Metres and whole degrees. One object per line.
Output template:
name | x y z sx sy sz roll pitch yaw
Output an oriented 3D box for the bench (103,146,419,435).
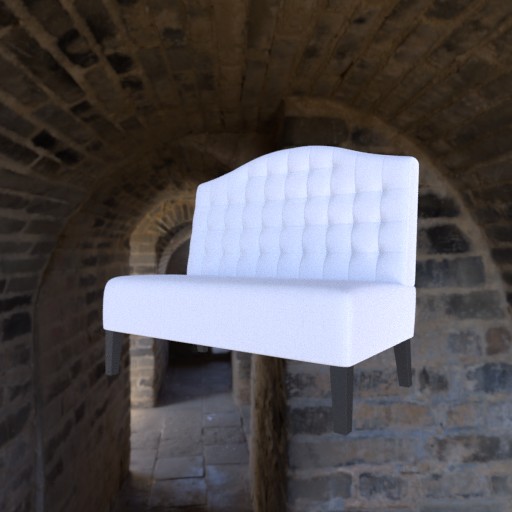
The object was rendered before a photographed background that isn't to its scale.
bench | 0.000 0.000 2.144 1.335 1.180 0.815 0 0 36
